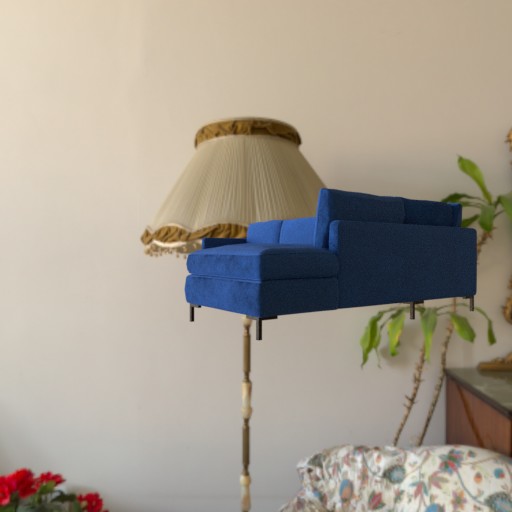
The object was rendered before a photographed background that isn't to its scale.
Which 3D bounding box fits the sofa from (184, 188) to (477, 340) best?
[{"bbox_3d":[0.000,0.000,3.290,1.707,0.687,2.486,0,0,-35],"label":"sofa"}]
